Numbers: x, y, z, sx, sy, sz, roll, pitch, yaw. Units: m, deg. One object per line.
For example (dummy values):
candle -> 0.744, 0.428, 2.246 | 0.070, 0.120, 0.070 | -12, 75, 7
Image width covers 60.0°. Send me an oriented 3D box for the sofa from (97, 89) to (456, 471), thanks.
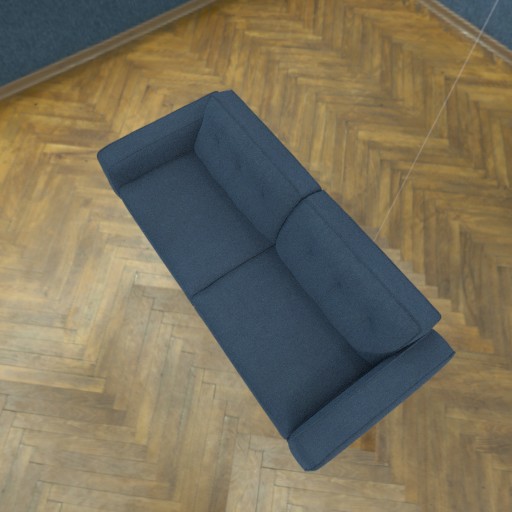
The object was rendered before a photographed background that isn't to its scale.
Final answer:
sofa -> 0.000, 0.000, 2.698 | 0.953, 0.782, 2.270 | -32, 68, -15
